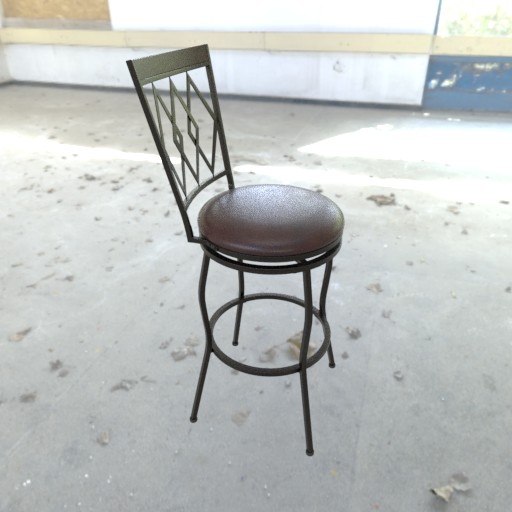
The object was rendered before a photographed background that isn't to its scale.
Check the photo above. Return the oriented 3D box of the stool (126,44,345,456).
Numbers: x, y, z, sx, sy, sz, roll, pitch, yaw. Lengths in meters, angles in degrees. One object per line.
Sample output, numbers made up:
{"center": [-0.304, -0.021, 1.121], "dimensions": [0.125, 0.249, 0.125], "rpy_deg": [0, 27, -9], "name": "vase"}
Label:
{"center": [0.000, 0.000, 1.357], "dimensions": [0.521, 1.134, 0.432], "rpy_deg": [9, 32, 16], "name": "stool"}
